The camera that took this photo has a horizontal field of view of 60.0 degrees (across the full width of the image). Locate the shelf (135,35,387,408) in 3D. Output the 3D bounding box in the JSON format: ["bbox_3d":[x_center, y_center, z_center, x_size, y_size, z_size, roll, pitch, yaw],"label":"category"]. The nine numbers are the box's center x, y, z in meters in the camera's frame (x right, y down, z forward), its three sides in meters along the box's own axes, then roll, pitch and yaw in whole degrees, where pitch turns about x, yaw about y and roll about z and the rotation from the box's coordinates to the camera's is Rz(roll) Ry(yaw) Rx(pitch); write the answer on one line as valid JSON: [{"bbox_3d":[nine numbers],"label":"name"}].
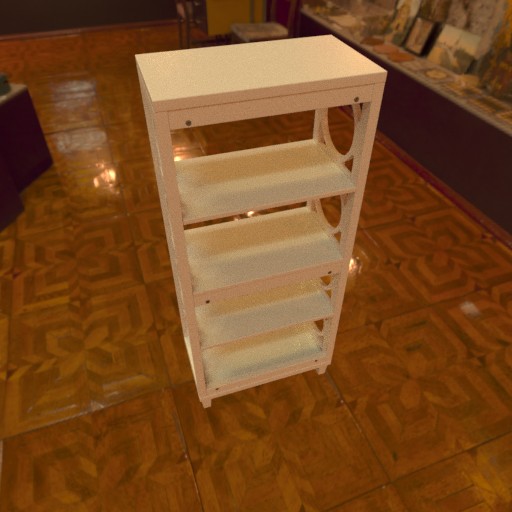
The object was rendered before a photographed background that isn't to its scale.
[{"bbox_3d":[0.000,0.000,1.674,0.611,1.411,0.340,-12,43,-13],"label":"shelf"}]
